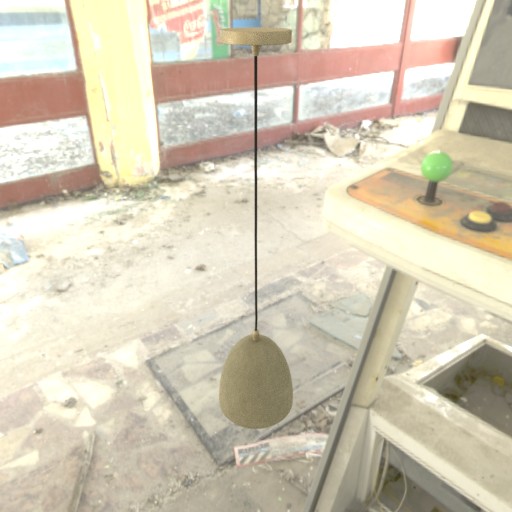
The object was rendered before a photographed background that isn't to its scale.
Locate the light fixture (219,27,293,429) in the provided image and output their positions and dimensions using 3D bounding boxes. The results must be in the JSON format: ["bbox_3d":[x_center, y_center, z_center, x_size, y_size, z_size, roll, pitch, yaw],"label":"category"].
[{"bbox_3d":[0.000,0.000,0.833,0.170,0.759,0.170,-8,31,-14],"label":"light fixture"}]
